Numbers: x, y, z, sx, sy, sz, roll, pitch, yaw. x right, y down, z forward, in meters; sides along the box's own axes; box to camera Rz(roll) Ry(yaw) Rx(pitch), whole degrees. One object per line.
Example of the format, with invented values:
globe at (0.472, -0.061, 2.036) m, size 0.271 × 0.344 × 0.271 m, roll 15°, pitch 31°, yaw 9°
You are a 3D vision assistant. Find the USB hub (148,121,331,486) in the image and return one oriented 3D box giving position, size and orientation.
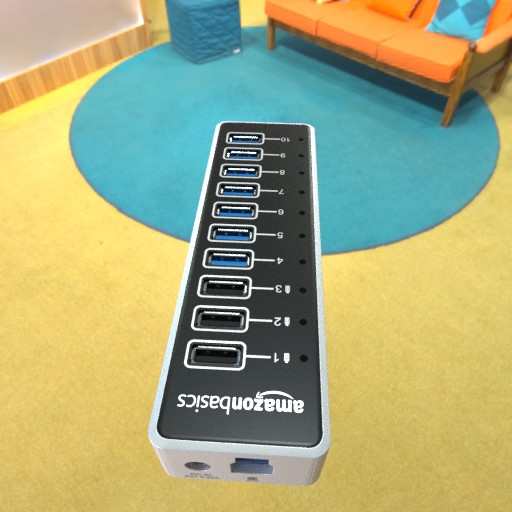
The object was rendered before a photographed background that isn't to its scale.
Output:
USB hub at (0.000, 0.000, 0.160) m, size 0.044 × 0.023 × 0.145 m, roll 3°, pitch 48°, yaw 2°
